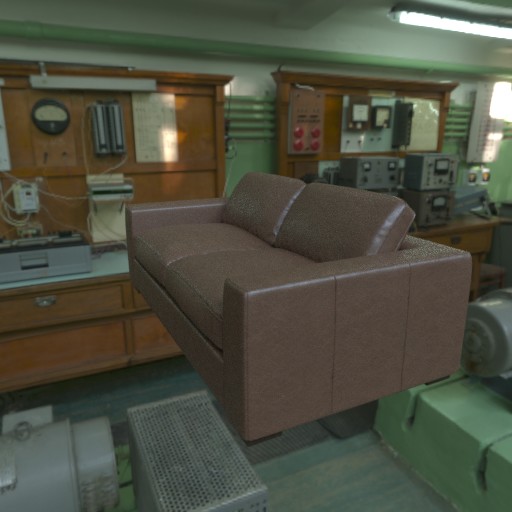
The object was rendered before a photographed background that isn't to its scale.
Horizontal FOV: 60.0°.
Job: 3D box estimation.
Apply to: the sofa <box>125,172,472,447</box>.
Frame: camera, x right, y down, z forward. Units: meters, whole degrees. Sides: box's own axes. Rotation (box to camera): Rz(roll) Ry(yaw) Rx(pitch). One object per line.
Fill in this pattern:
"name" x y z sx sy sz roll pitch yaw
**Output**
"sofa" 0.000 0.000 2.441 1.070 0.800 1.920 -8 17 -26
